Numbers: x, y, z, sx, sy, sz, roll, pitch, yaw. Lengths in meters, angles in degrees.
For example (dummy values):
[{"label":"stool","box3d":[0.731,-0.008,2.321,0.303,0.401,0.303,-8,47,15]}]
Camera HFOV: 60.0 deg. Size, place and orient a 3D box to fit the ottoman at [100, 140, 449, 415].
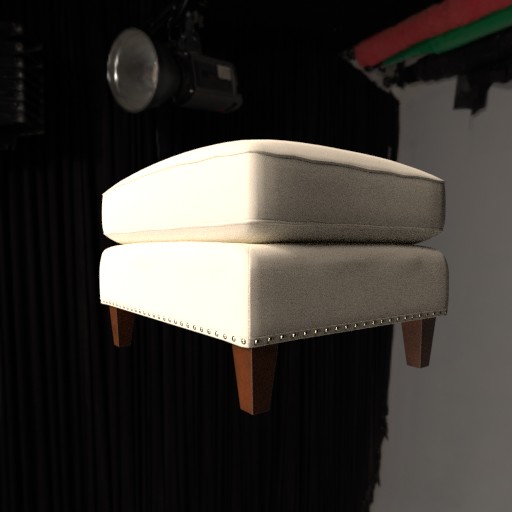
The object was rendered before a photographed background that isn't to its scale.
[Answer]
[{"label":"ottoman","box3d":[0.000,0.000,1.150,0.584,0.513,0.741,-1,1,-37]}]
